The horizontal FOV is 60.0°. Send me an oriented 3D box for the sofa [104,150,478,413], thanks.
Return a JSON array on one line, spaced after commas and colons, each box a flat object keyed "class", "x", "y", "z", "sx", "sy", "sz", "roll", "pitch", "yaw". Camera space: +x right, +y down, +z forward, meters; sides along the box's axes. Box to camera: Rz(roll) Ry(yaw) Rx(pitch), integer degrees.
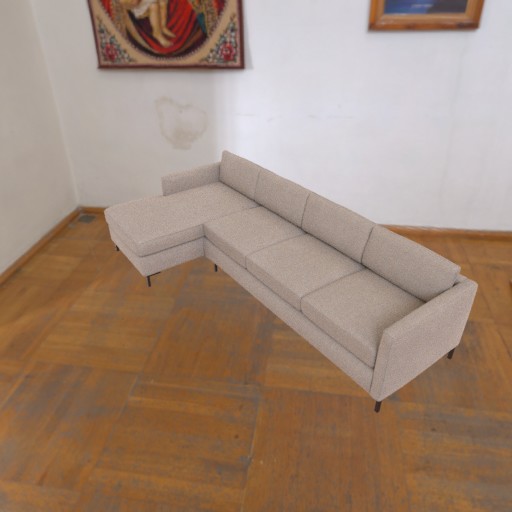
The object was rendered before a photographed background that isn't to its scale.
[{"class": "sofa", "x": 0.000, "y": 0.000, "z": 3.570, "sx": 1.469, "sy": 0.816, "sz": 2.923, "roll": -21, "pitch": 38, "yaw": -30}]
